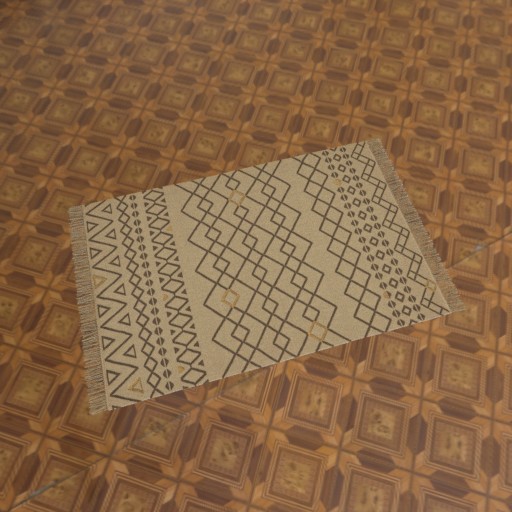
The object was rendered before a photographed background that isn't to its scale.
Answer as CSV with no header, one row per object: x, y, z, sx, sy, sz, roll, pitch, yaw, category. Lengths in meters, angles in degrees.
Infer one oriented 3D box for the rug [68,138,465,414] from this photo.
0.000,0.000,3.076,2.472,0.035,1.495,-14,65,-7,rug
